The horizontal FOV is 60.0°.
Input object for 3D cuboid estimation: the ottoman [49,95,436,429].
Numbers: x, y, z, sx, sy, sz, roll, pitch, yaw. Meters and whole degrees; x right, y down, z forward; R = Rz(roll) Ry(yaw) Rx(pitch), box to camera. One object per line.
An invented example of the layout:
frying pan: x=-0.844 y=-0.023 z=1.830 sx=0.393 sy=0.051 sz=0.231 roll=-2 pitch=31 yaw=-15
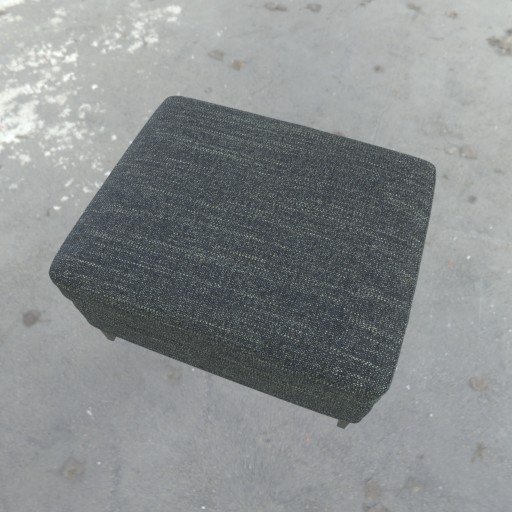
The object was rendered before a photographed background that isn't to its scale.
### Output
ottoman: x=0.000 y=0.000 z=1.252 sx=0.814 sy=0.491 sz=0.667 roll=18 pitch=61 yaw=10
